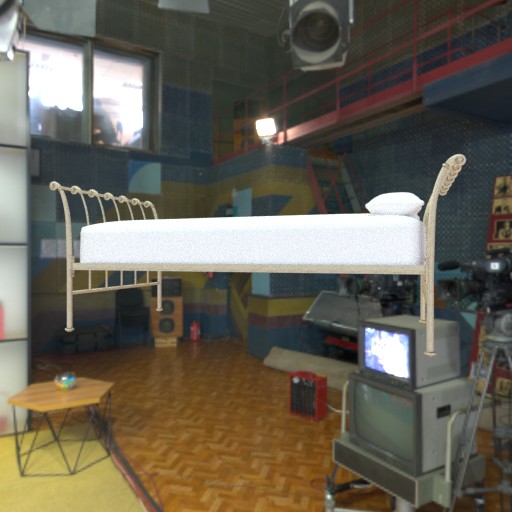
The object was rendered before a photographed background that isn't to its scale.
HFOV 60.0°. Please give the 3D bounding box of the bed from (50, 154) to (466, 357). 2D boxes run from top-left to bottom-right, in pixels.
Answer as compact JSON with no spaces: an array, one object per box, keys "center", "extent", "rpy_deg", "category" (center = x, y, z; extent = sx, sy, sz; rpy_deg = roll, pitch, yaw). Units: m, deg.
[{"center":[0.000,0.000,2.713],"extent":[2.228,0.873,1.032],"rpy_deg":[0,0,19],"category":"bed"}]
